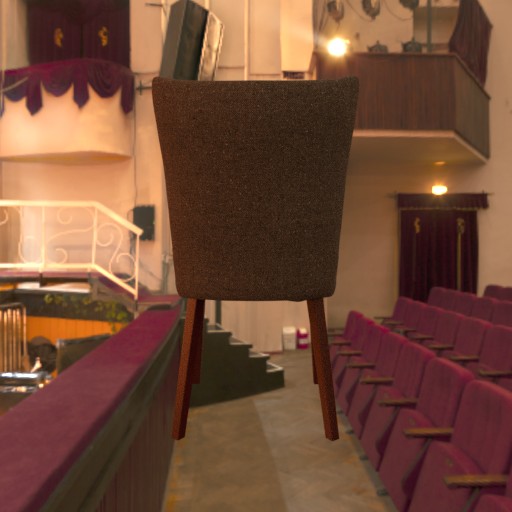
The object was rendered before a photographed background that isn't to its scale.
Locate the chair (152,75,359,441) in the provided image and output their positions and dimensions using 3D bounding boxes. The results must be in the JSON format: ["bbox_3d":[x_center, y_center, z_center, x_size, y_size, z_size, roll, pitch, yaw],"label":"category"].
[{"bbox_3d":[0.000,0.000,1.316,0.535,0.924,0.623,0,0,1],"label":"chair"}]
